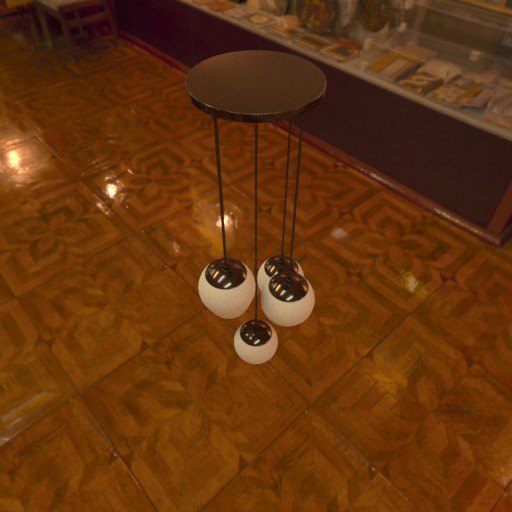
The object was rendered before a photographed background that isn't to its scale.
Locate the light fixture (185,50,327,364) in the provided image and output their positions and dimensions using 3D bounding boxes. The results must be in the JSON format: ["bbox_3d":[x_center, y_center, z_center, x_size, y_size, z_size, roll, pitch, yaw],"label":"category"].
[{"bbox_3d":[0.000,0.000,1.550,0.489,1.271,0.484,-31,54,-26],"label":"light fixture"}]
